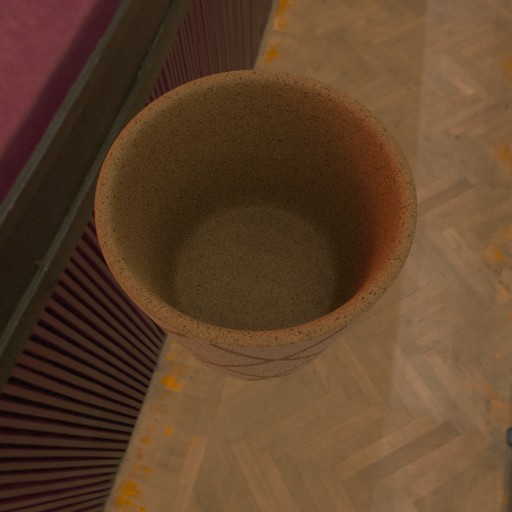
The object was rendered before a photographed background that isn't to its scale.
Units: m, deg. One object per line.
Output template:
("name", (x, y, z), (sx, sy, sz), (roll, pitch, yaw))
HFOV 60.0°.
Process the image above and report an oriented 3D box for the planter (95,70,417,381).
("planter", (0.000, 0.000, 0.353), (0.191, 0.199, 0.191), (0, 66, 0))
